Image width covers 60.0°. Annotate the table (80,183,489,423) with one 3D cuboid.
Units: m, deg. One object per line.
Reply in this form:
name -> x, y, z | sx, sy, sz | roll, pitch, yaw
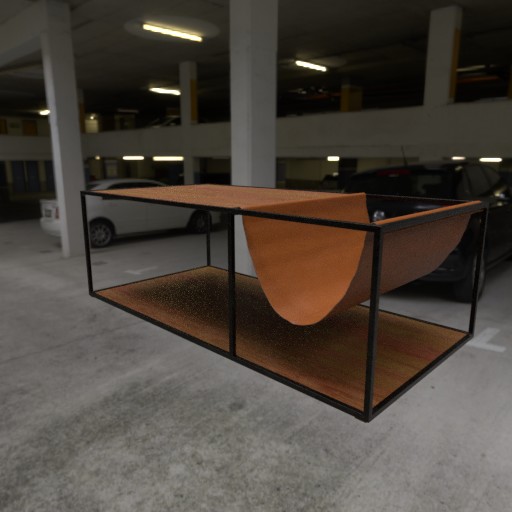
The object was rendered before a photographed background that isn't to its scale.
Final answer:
table -> 0.000, 0.000, 1.454 | 1.199, 0.403, 0.597 | 12, 17, 43
